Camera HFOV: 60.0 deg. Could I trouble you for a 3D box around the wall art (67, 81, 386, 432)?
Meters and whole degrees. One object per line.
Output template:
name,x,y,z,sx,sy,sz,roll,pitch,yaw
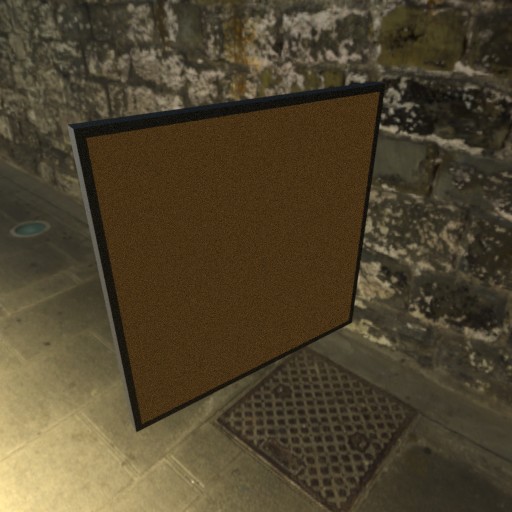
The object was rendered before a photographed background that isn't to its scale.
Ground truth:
wall art,0.000,0.000,1.128,0.763,0.763,0.038,-19,36,-29
